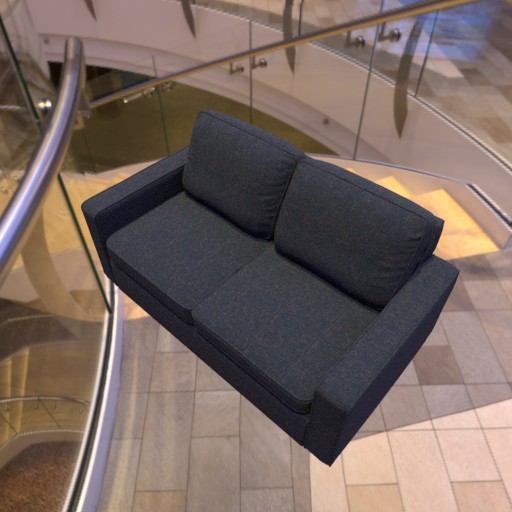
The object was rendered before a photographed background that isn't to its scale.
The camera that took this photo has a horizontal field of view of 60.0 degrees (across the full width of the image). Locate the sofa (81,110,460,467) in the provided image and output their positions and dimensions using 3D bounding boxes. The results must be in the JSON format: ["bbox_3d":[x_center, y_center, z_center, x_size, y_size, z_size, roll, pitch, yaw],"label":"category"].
[{"bbox_3d":[0.000,0.000,2.265,1.709,0.918,0.947,33,54,28],"label":"sofa"}]
